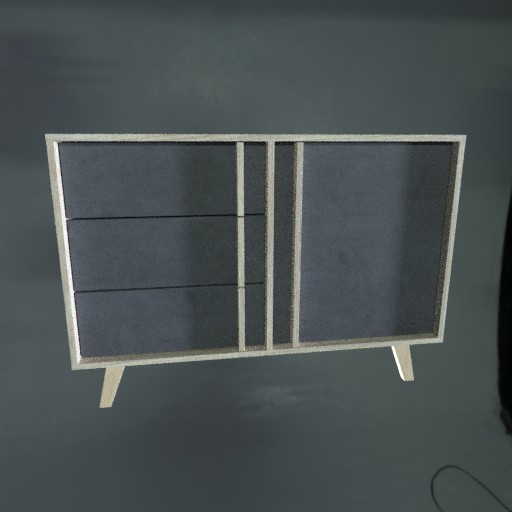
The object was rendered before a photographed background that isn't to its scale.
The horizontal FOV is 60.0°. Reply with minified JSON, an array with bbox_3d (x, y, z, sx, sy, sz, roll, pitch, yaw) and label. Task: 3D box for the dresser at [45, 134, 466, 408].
[{"bbox_3d":[0.000,0.000,1.489,1.110,0.780,0.500,-2,15,-9],"label":"dresser"}]
